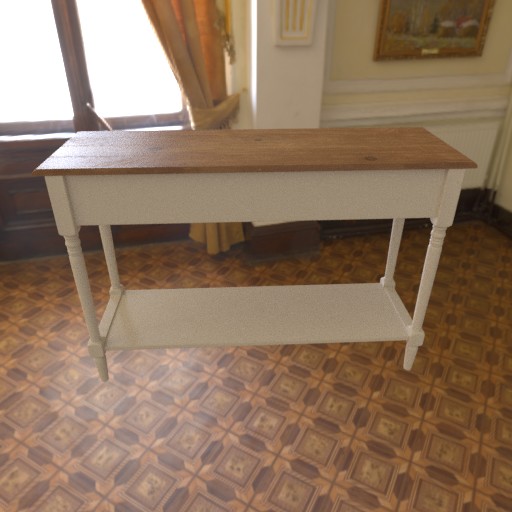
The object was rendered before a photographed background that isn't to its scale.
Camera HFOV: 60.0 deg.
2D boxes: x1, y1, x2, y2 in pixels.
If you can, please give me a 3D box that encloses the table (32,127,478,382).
[{"bbox_3d":[0.000,0.000,1.577,1.219,0.800,0.399,-1,30,-3],"label":"table"}]
